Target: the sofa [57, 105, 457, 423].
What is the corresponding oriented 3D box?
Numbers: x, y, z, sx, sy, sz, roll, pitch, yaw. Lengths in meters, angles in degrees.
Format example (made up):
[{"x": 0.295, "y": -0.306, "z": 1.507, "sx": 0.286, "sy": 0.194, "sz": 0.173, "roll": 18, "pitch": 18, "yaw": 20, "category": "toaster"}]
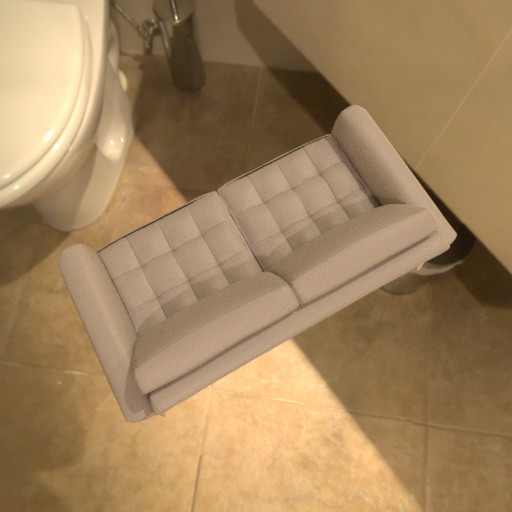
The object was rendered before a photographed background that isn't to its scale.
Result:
[{"x": 0.000, "y": 0.000, "z": 2.732, "sx": 2.177, "sy": 0.930, "sz": 1.121, "roll": -28, "pitch": 76, "yaw": -8, "category": "sofa"}]
